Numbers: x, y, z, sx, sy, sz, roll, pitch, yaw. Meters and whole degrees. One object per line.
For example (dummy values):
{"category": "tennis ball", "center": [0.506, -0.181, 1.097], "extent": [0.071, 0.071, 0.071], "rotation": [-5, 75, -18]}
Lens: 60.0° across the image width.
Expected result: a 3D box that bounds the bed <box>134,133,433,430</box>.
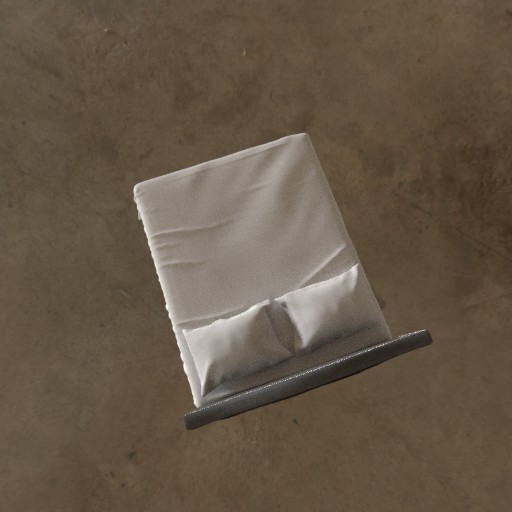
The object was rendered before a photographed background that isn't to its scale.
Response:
{"category": "bed", "center": [0.000, 0.000, 3.508], "extent": [1.876, 1.645, 2.221], "rotation": [-18, 76, -5]}
